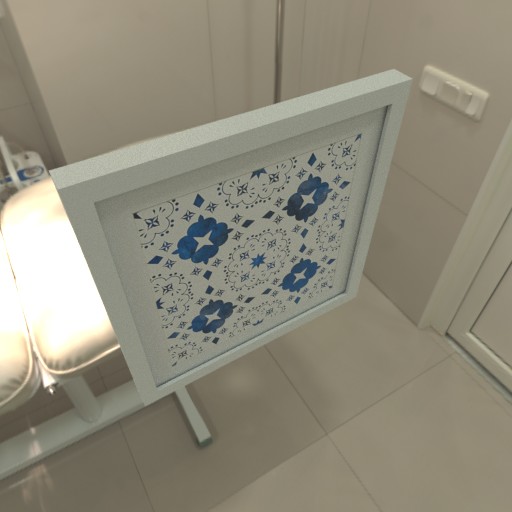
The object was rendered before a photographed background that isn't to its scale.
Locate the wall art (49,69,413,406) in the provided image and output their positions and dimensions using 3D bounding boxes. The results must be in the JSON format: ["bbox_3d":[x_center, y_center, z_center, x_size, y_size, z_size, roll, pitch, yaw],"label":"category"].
[{"bbox_3d":[0.000,0.000,0.523,0.355,0.355,0.027,-23,51,-21],"label":"wall art"}]
